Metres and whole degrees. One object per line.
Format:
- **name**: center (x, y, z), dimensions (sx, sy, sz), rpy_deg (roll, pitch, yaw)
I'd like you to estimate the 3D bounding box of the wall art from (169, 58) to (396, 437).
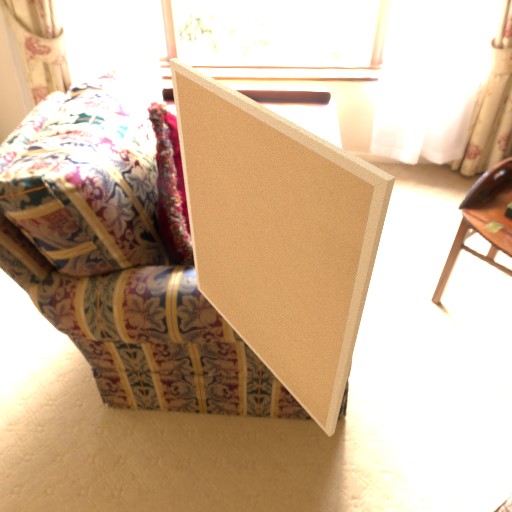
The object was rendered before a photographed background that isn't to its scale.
- **wall art**: center (0.000, 0.000, 0.795), dimensions (0.012, 0.557, 0.482), rpy_deg (-26, 48, -26)
